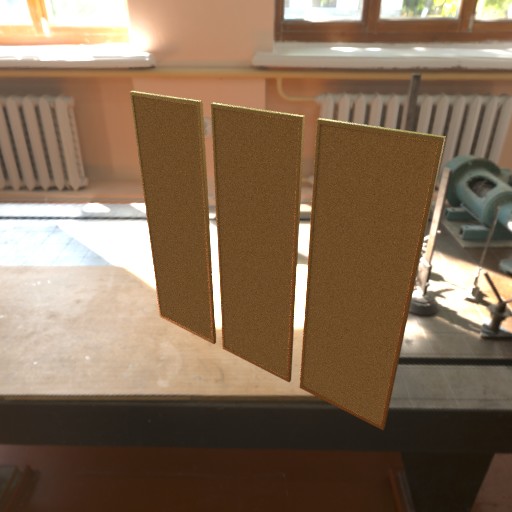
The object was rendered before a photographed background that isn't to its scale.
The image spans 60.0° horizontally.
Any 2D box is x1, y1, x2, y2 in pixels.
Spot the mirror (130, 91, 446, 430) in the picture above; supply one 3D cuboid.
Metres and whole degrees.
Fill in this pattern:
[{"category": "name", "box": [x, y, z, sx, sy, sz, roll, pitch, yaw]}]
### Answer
[{"category": "mirror", "box": [0.000, 0.000, 1.444, 1.011, 0.926, 0.023, 19, 35, 31]}]
